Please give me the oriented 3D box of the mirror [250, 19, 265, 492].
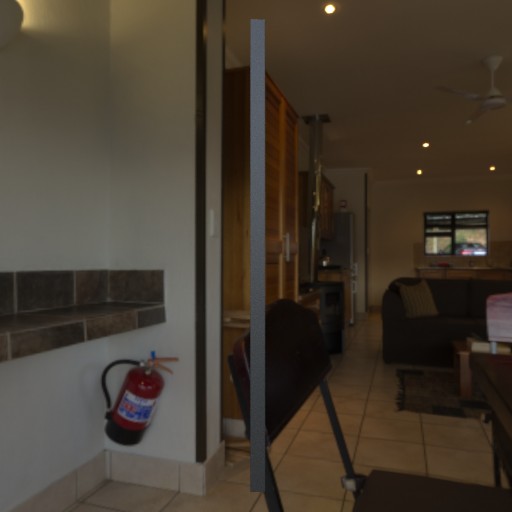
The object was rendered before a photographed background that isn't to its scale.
[{"bbox_3d":[0.000,0.000,1.524,0.038,1.219,0.762,0,-1,-1],"label":"mirror"}]
